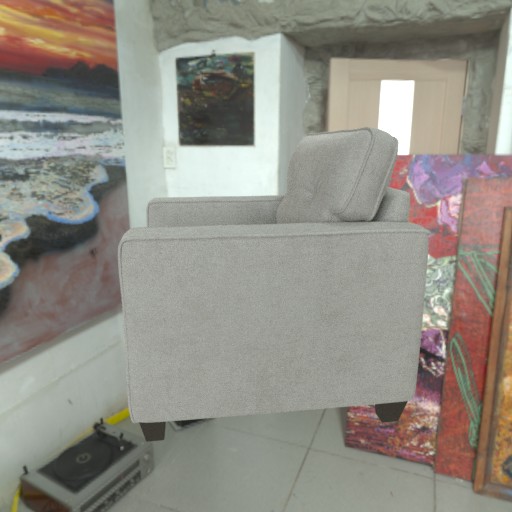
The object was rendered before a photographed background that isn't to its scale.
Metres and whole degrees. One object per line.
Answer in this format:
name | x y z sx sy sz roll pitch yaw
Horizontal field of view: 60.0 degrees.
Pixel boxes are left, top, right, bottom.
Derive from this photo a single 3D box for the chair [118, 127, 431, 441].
chair | 0.000 0.000 1.769 0.939 0.965 1.015 -2 14 -8
